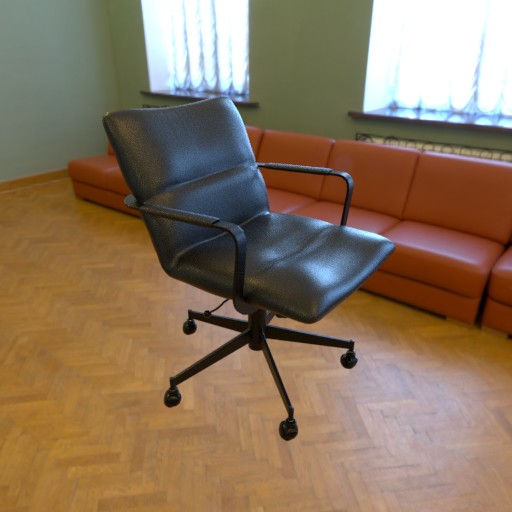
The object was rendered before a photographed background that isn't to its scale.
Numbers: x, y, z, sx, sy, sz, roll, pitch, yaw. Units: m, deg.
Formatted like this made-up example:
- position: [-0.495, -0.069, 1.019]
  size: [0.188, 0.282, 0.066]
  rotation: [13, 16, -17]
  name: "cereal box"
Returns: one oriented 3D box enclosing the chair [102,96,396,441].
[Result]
- position: [0.000, 0.000, 1.471]
  size: [0.748, 0.922, 0.719]
  rotation: [18, 31, 32]
  name: "chair"
